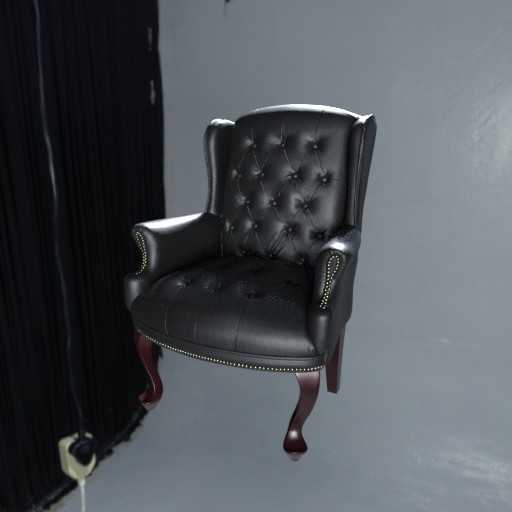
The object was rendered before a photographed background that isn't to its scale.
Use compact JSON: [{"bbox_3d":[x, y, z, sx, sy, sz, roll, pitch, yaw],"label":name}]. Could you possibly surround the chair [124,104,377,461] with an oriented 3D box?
[{"bbox_3d":[0.000,0.000,1.688,0.831,1.133,0.822,8,17,26],"label":"chair"}]
